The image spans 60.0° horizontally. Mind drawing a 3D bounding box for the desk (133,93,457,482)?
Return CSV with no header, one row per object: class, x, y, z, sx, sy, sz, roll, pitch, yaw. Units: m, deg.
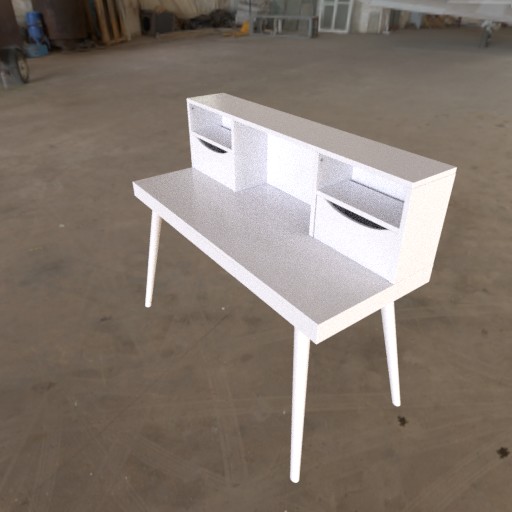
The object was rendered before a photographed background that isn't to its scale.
desk,0.000,0.000,1.769,0.559,0.990,1.199,-21,38,-30
